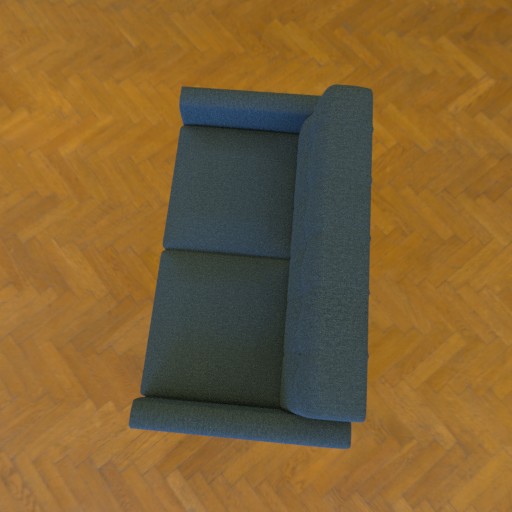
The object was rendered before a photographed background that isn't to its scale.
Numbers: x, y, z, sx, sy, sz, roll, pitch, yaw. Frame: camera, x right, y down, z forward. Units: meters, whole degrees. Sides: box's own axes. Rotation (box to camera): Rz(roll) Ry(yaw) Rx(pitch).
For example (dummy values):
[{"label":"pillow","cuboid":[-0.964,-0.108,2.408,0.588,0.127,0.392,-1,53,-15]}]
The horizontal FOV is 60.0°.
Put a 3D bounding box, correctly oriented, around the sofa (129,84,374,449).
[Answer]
[{"label":"sofa","cuboid":[0.000,0.000,2.171,0.942,0.896,1.651,5,74,1]}]
